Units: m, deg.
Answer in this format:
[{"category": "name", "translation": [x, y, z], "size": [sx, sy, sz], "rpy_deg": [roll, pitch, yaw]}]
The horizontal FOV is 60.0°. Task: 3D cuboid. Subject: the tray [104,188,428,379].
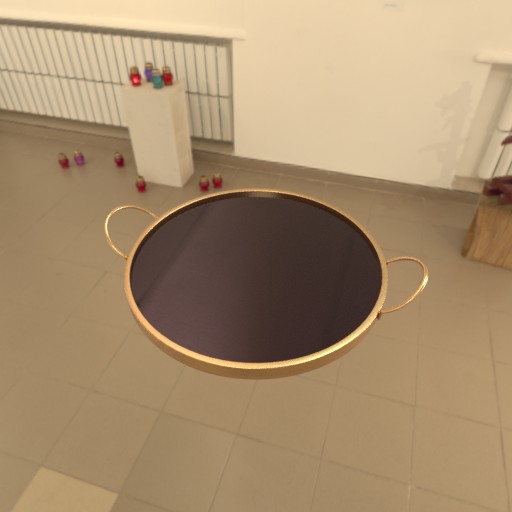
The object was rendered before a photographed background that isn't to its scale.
[{"category": "tray", "translation": [0.000, 0.000, 0.748], "size": [0.543, 0.069, 0.438], "rpy_deg": [11, 43, 13]}]
